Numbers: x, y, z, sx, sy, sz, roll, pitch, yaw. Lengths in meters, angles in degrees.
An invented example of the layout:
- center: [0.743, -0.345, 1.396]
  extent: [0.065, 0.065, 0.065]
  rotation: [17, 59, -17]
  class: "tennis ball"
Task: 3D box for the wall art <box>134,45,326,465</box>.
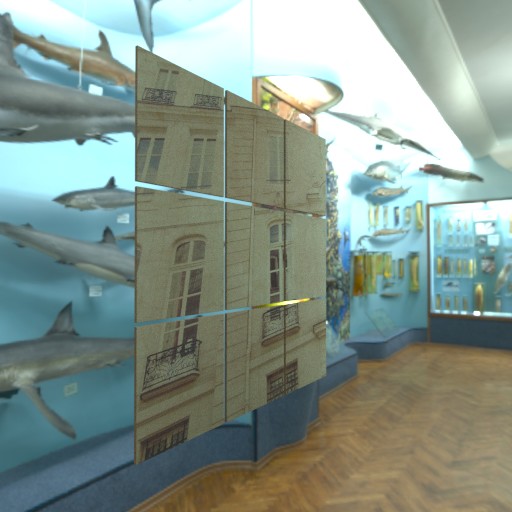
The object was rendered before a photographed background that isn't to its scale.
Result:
- center: [0.000, 0.000, 2.235]
  extent: [0.023, 1.522, 1.526]
  rotation: [0, -1, 35]
  class: "wall art"
